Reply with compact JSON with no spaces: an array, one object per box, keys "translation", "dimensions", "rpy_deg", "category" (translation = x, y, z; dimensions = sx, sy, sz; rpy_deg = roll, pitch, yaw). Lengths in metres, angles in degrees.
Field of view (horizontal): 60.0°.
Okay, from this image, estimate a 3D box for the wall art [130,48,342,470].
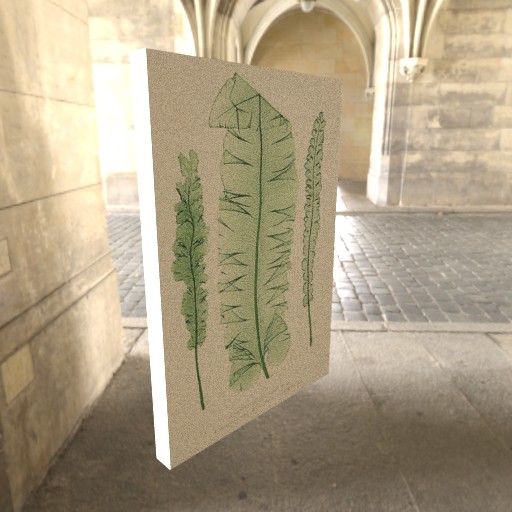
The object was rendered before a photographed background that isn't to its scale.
[{"translation":[0.000,0.000,0.773],"dimensions":[0.038,0.608,0.418],"rpy_deg":[14,20,43],"category":"wall art"}]
